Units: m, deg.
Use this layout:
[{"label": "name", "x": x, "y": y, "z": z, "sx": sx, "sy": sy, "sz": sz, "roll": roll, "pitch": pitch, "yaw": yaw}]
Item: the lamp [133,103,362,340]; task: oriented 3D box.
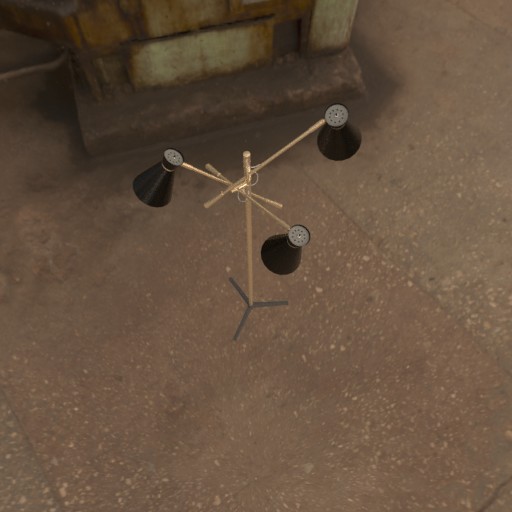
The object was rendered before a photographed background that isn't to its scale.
[{"label": "lamp", "x": 0.000, "y": 0.000, "z": 2.135, "sx": 0.750, "sy": 1.804, "sz": 0.653, "roll": -32, "pitch": 68, "yaw": -15}]
